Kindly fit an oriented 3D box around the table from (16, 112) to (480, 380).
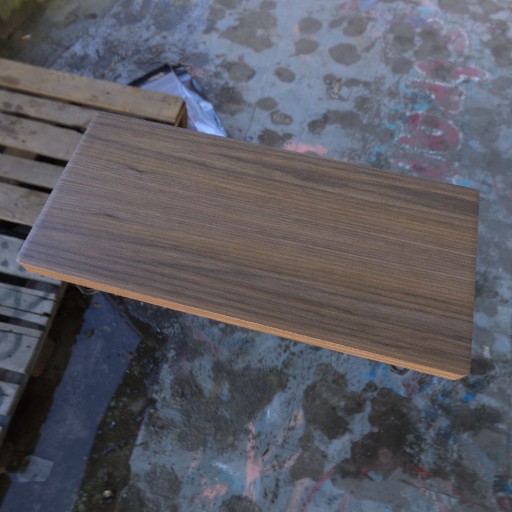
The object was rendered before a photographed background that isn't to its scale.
[{"bbox_3d":[0.000,0.000,1.626,1.375,0.468,0.637,13,65,6],"label":"table"}]
